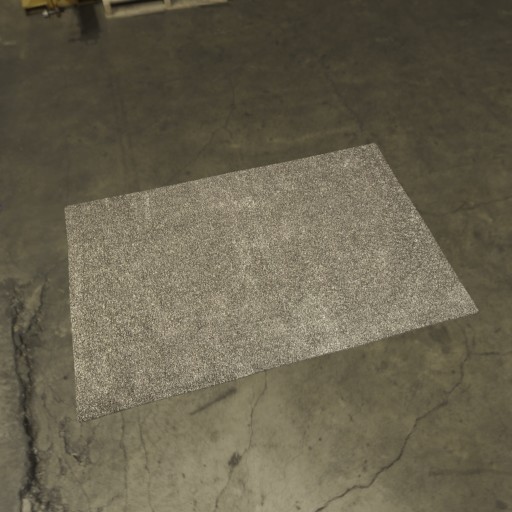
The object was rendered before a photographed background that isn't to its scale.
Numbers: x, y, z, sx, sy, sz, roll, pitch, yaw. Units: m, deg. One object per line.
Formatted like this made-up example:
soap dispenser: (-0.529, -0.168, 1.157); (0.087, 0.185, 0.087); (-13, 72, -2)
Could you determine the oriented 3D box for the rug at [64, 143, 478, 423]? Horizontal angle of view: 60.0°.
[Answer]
rug: (0.000, 0.000, 2.871); (2.350, 0.025, 1.502); (-13, 58, -9)
